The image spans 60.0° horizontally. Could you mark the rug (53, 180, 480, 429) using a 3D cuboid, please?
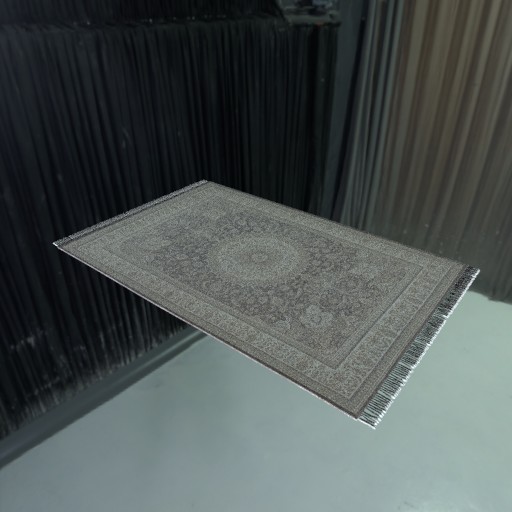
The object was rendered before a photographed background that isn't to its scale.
[{"bbox_3d":[0.000,0.000,2.953,2.440,0.010,1.528,23,38,32],"label":"rug"}]
